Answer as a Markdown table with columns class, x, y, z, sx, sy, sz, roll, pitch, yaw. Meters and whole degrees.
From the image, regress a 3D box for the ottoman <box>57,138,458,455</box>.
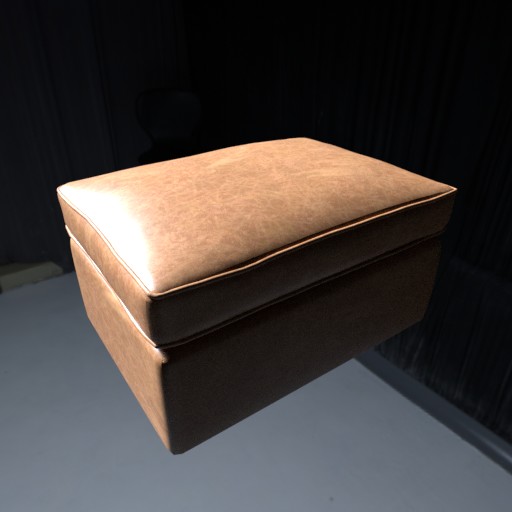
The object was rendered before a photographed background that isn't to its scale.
| class | x | y | z | sx | sy | sz | roll | pitch | yaw |
| --- | --- | --- | --- | --- | --- | --- | --- | --- | --- |
| ottoman | 0.000 | 0.000 | 1.087 | 0.756 | 0.468 | 0.554 | -19 | 35 | -30 |
